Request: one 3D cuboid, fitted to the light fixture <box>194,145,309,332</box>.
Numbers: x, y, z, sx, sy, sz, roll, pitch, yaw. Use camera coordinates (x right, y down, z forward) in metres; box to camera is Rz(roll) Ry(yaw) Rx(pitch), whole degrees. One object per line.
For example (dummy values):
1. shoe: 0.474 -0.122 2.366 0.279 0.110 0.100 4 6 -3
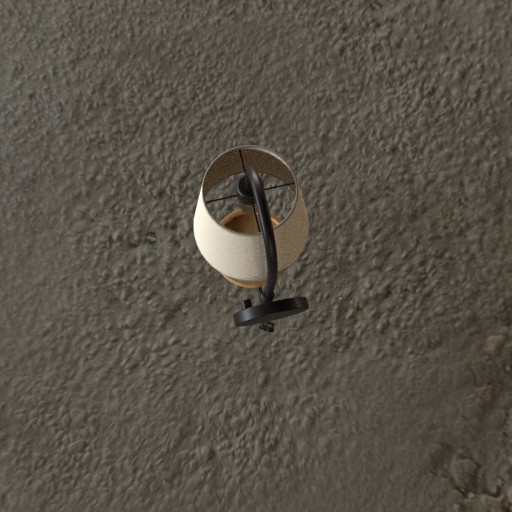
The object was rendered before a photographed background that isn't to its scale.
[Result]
1. light fixture: 0.000 0.000 0.937 0.220 0.821 0.299 -13 77 -3
